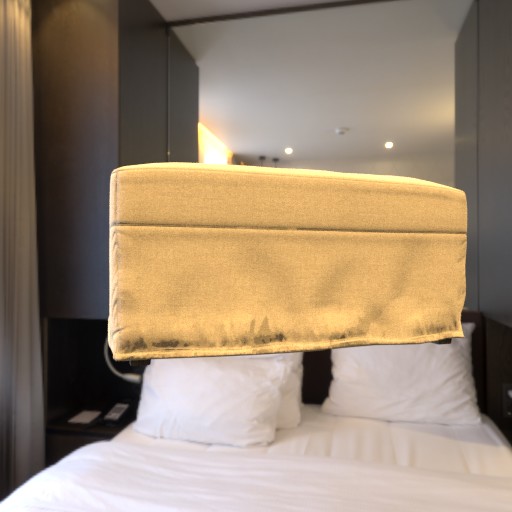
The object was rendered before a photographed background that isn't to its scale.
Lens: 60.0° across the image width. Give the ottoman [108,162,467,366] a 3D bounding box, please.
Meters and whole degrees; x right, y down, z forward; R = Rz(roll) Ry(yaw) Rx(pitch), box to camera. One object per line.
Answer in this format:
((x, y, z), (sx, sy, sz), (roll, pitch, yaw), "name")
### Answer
((0.000, 0.000, 1.329), (0.840, 0.436, 0.843), (0, -1, -18), "ottoman")
